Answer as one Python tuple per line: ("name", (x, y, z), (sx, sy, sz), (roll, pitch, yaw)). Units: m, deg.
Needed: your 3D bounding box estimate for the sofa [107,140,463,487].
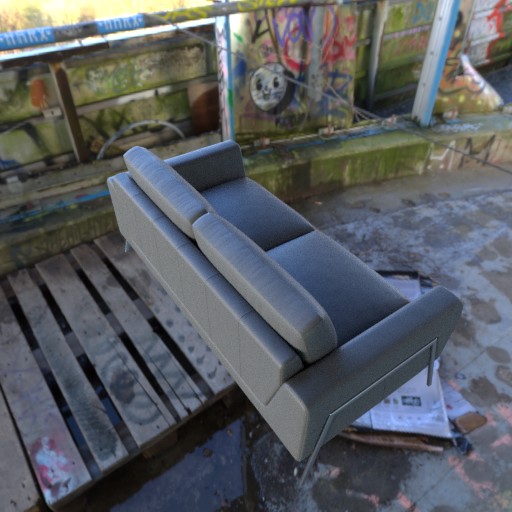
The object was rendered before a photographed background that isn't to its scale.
("sofa", (0.000, 0.000, 2.543), (0.953, 0.875, 2.017), (-25, 47, -26))
